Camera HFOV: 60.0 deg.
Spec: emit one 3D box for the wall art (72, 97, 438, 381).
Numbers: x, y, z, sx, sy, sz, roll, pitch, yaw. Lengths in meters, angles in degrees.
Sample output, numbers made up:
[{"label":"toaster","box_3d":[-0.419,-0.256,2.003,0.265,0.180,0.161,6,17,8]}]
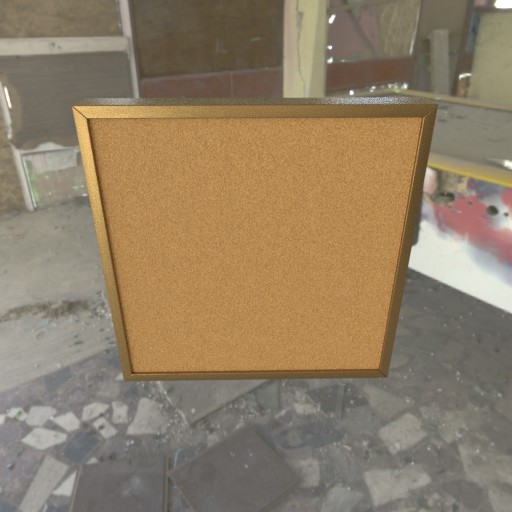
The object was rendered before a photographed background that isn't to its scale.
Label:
[{"label":"wall art","box_3d":[0.000,0.000,0.456,0.305,0.305,0.037,-1,28,-1]}]
